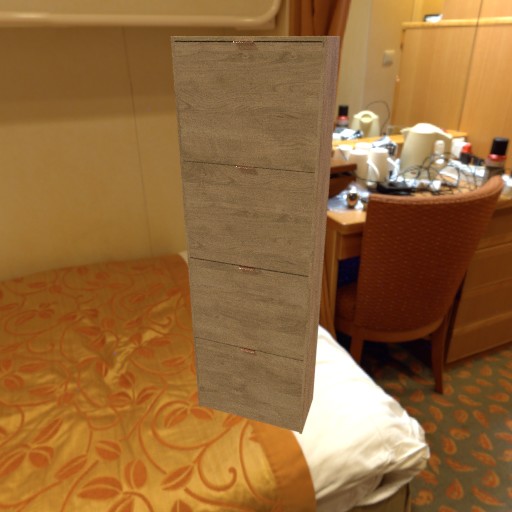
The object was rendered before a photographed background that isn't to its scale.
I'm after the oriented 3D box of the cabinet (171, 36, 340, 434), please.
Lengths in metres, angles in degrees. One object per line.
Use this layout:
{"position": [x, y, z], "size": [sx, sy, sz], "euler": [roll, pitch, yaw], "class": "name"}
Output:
{"position": [0.000, 0.000, 1.837], "size": [0.520, 1.630, 0.250], "euler": [9, 27, 17], "class": "cabinet"}
